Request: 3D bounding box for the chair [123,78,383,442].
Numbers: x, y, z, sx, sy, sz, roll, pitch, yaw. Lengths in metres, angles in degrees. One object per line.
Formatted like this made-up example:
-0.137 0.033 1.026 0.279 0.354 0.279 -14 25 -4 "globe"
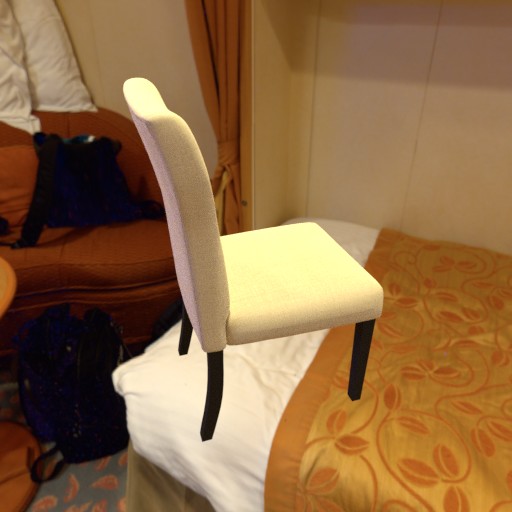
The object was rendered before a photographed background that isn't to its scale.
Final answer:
0.000 0.000 1.264 0.597 0.921 0.509 -9 31 -16 "chair"
